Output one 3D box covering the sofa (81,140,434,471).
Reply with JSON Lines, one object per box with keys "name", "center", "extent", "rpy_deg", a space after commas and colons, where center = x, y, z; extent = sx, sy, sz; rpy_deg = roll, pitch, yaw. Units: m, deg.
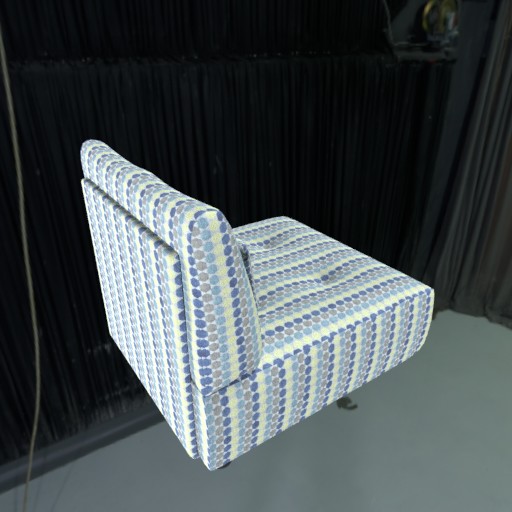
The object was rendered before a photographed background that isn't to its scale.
{"name": "sofa", "center": [0.000, 0.000, 1.687], "extent": [1.000, 0.830, 0.930], "rpy_deg": [-17, 32, -30]}
